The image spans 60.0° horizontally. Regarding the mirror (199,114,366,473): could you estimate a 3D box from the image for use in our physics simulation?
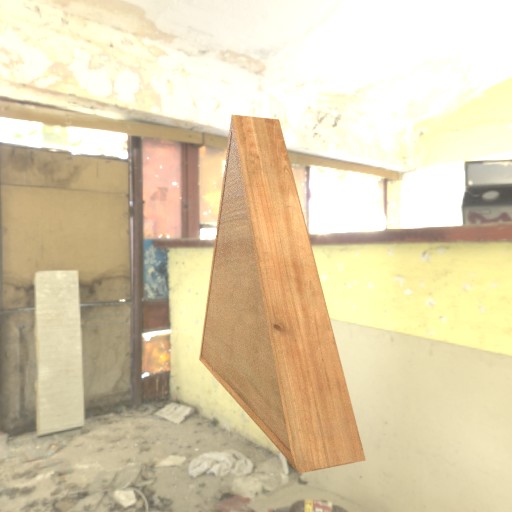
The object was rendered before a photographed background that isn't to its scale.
[{"bbox_3d":[0.000,0.000,0.876,0.100,0.548,0.631,0,1,-19],"label":"mirror"}]
